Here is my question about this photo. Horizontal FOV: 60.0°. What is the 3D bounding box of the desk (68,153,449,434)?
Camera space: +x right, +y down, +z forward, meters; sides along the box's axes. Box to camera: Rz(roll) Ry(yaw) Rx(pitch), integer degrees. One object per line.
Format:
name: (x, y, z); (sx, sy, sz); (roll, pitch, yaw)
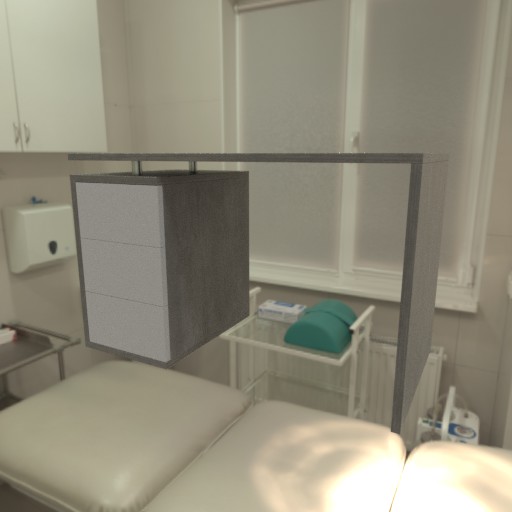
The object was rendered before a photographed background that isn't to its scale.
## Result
desk: (0.000, 0.000, 1.639); (1.200, 0.740, 0.600); (7, 15, 28)
